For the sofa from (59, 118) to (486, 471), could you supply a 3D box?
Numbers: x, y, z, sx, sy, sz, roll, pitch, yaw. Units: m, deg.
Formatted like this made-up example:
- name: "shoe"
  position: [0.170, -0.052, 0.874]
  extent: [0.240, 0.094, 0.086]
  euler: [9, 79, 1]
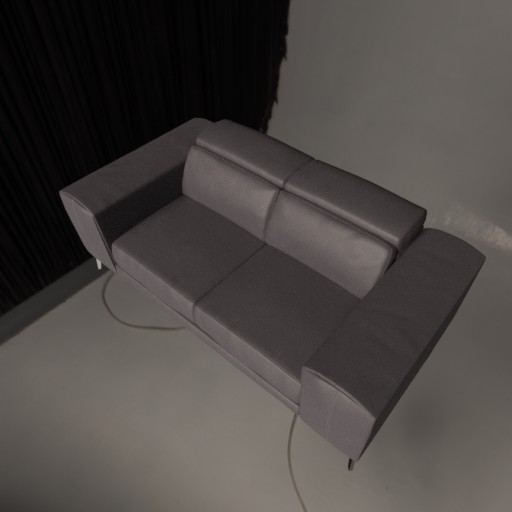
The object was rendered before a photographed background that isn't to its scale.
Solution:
- name: "sofa"
  position: [0.000, 0.000, 2.299]
  extent: [1.895, 0.779, 1.003]
  euler: [32, 54, 27]
